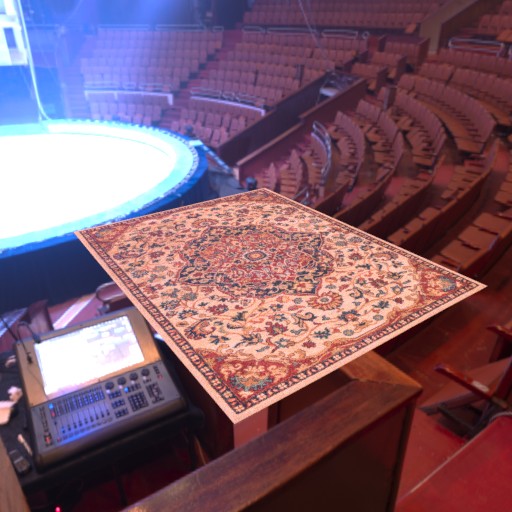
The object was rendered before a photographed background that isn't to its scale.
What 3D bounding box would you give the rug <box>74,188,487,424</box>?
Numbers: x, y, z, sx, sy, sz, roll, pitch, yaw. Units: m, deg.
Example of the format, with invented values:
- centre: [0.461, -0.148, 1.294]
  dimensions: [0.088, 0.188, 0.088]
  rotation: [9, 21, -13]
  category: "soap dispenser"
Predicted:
- centre: [0.000, 0.000, 4.095]
  dimensions: [2.454, 0.005, 3.067]
  rotation: [-18, 32, -31]
  category: "rug"
